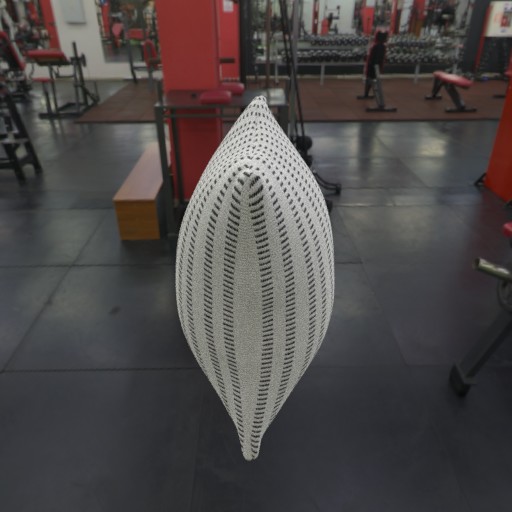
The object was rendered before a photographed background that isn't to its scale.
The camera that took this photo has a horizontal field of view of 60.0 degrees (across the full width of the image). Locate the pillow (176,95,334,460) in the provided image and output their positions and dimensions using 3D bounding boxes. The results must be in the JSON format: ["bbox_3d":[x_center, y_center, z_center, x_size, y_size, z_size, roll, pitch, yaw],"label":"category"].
[{"bbox_3d":[0.000,0.000,0.706,0.247,0.419,0.438,1,29,1],"label":"pillow"}]
